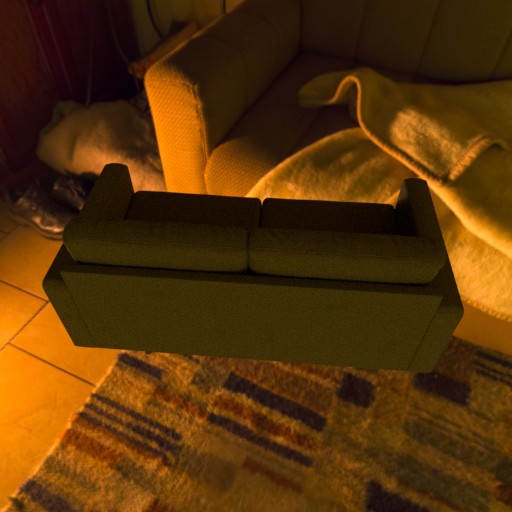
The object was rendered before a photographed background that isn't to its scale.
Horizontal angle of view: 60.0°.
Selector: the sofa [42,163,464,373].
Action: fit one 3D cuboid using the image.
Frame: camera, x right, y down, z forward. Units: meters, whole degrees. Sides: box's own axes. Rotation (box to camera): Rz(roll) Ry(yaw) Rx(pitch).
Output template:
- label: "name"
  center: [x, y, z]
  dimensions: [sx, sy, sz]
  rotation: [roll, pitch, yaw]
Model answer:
- label: "sofa"
  center: [0.000, 0.000, 2.239]
  dimensions: [1.730, 0.897, 0.889]
  rotation: [4, 47, 3]
